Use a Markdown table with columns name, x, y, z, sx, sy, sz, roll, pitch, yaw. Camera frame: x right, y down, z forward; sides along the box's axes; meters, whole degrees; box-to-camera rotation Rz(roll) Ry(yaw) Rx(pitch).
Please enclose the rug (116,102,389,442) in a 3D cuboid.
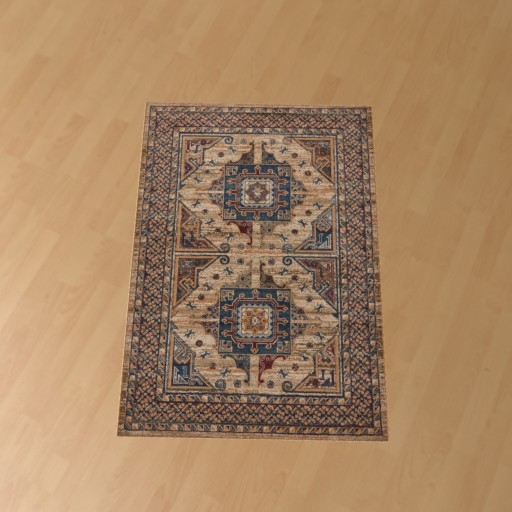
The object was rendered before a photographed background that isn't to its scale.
| name | x | y | z | sx | sy | sz | roll | pitch | yaw |
| --- | --- | --- | --- | --- | --- | --- | --- | --- | --- |
| rug | 0.000 | 0.000 | 2.879 | 1.611 | 0.008 | 2.227 | 1 | 76 | 0 |
